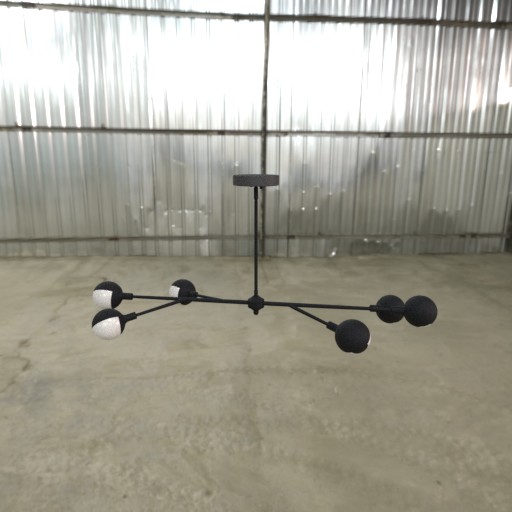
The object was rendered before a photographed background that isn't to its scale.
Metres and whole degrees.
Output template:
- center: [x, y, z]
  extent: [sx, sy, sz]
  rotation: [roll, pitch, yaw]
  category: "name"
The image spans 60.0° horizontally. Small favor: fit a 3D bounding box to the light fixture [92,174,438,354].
- center: [0.000, 0.000, 1.008]
  extent: [0.778, 0.362, 0.434]
  rotation: [6, 15, 24]
  category: "light fixture"
